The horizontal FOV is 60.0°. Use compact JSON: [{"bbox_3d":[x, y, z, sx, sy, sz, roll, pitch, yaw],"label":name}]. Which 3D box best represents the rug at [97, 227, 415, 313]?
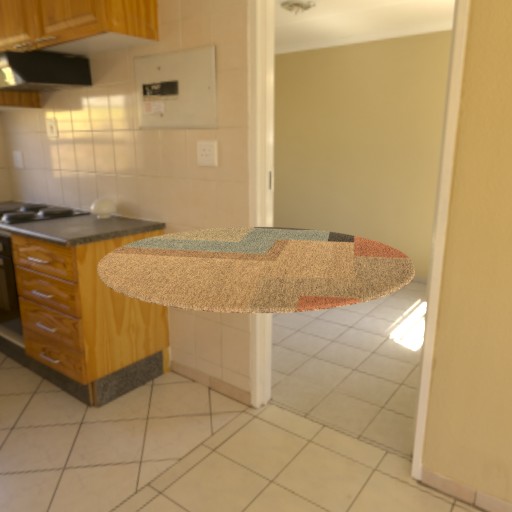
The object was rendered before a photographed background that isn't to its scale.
[{"bbox_3d":[0.000,0.000,3.624,2.461,0.033,2.461,0,14,0],"label":"rug"}]
